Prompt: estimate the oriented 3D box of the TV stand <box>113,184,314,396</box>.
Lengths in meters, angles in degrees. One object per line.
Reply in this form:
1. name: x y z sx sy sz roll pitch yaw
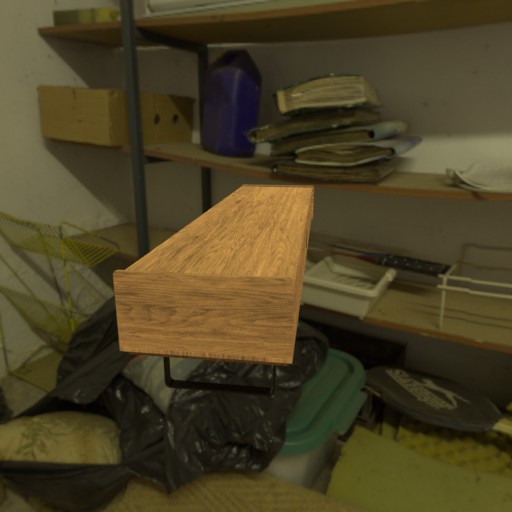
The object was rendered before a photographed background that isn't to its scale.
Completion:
1. TV stand: 0.000 0.000 1.993 0.467 0.415 1.796 2 16 8
